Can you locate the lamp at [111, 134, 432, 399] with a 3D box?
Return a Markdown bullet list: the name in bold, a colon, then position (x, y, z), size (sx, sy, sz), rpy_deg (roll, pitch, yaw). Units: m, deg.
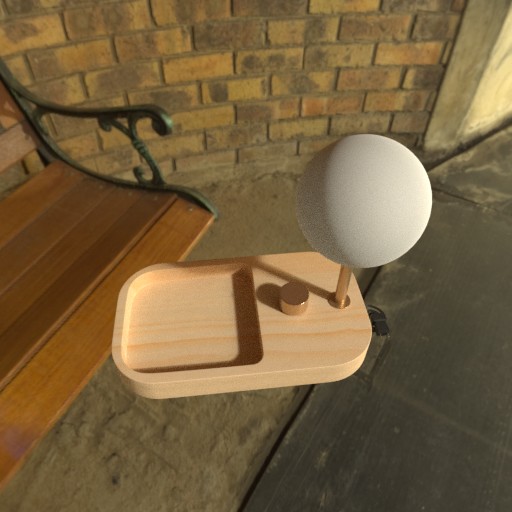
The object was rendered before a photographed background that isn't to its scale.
- **lamp**: position (0.000, 0.000, 0.463), size (0.331, 0.253, 0.173), rpy_deg (-4, 47, -4)
